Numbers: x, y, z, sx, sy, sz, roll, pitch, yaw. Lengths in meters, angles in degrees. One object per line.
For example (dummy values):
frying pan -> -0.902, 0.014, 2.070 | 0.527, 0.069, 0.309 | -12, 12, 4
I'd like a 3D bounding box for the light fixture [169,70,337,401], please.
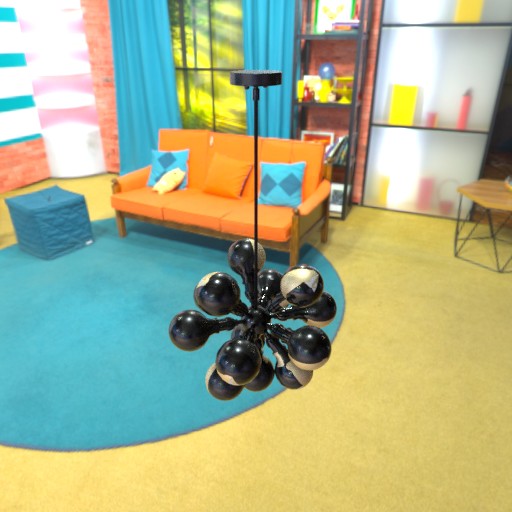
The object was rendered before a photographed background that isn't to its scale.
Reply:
light fixture -> 0.000, 0.000, 1.116 | 0.468, 0.859, 0.420 | -7, 27, -15
